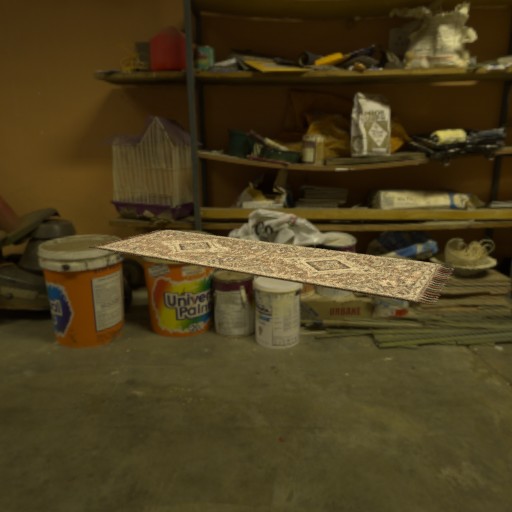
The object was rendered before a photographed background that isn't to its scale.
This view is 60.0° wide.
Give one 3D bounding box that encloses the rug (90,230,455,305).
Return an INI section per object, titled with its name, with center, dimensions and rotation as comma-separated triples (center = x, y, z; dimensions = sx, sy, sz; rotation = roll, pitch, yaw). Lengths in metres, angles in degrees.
[rug]
center = 0.000, 0.000, 2.841
dimensions = 1.324, 0.018, 2.378
rotation = -14, 20, -42
